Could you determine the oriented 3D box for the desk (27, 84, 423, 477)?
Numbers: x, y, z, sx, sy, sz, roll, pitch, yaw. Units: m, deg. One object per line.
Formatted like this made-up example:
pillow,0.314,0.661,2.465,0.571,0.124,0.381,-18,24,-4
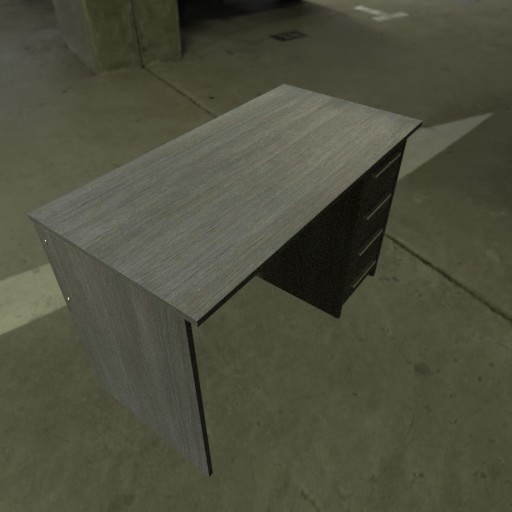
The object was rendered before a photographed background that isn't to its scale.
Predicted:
desk,0.000,0.000,1.512,0.560,0.730,1.096,27,47,27
